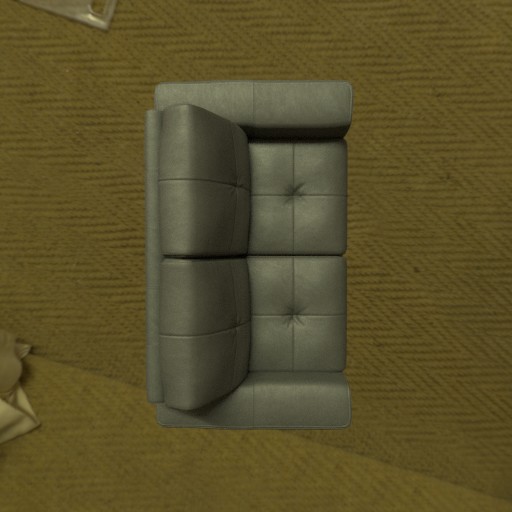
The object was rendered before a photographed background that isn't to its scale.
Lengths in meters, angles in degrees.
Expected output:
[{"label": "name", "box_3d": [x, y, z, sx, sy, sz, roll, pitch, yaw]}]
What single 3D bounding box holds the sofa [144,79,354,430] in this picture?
[{"label": "sofa", "box_3d": [0.000, 0.000, 2.333, 1.018, 0.907, 1.806, 0, 91, 0]}]
